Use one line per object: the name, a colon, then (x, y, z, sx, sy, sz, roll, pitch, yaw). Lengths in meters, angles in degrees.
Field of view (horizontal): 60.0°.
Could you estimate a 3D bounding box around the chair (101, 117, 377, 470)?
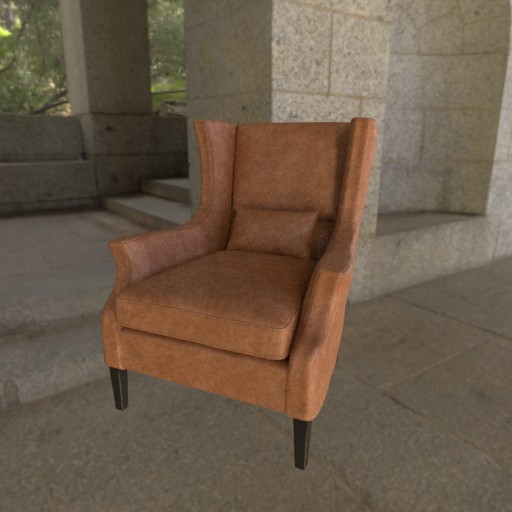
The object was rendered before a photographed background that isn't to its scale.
chair: (0.000, 0.000, 1.697, 0.853, 1.016, 0.926, 7, 17, 24)
